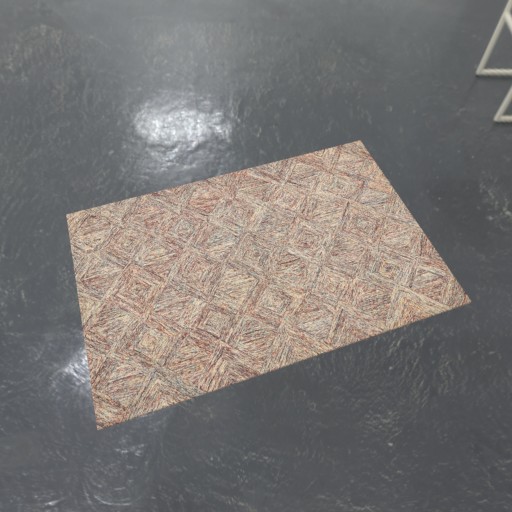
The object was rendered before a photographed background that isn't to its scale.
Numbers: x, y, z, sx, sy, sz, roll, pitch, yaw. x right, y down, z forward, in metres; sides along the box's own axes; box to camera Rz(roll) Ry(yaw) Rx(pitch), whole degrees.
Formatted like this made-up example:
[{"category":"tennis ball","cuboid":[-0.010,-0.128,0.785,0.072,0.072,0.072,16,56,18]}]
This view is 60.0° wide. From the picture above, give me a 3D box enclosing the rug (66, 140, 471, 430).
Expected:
[{"category":"rug","cuboid":[0.000,0.000,2.921,2.285,0.019,1.523,-16,58,-10]}]
